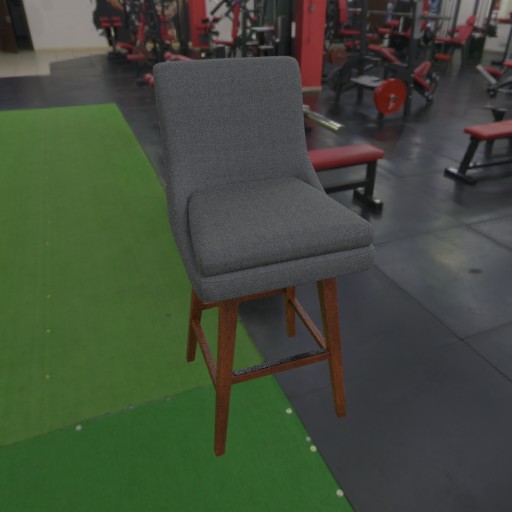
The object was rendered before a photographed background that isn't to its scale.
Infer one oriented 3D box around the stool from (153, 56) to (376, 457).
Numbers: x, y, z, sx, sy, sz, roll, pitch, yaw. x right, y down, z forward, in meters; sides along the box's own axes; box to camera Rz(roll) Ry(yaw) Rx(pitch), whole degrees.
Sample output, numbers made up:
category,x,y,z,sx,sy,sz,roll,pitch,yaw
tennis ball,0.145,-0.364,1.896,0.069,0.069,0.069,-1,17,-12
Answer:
category,x,y,z,sx,sy,sz,roll,pitch,yaw
stool,0.000,0.000,1.257,0.447,0.977,0.524,-10,33,-16
